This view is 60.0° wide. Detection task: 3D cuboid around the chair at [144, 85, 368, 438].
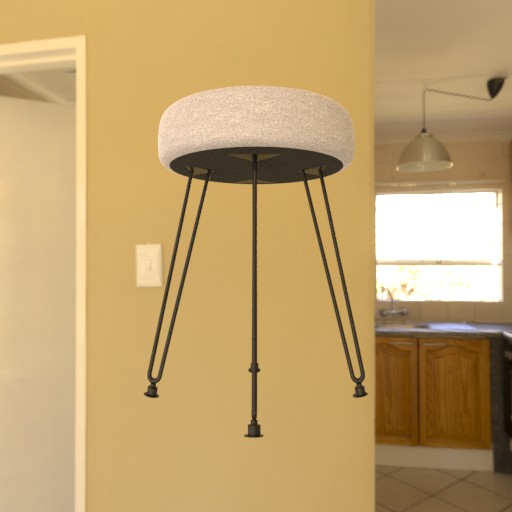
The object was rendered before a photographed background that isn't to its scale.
[{"bbox_3d":[0.000,0.000,0.695,0.350,0.440,0.350,0,-1,0],"label":"chair"}]
